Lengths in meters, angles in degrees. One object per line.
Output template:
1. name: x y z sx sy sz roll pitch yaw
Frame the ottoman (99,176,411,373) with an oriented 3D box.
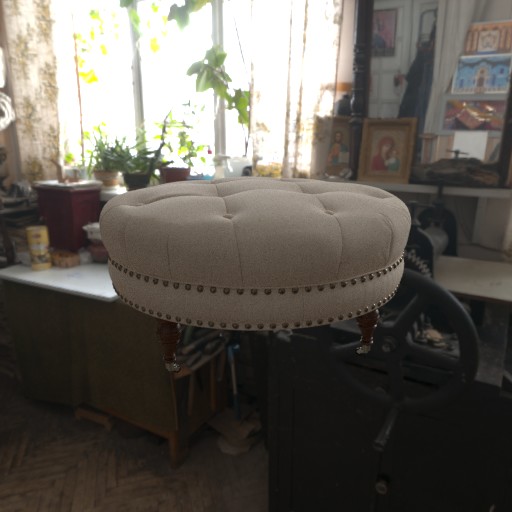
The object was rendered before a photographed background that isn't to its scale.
1. ottoman: 0.000 0.000 1.445 0.940 0.483 0.940 0 16 0
